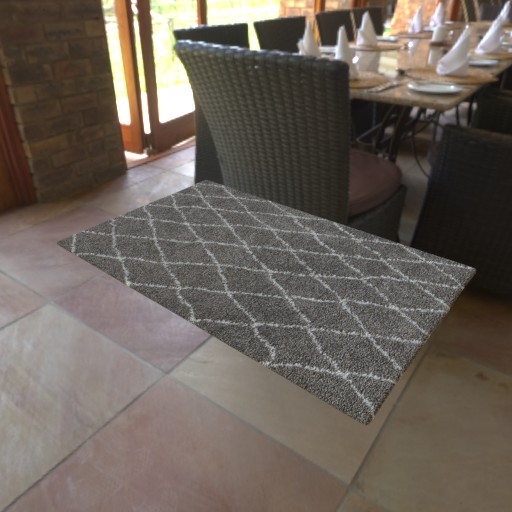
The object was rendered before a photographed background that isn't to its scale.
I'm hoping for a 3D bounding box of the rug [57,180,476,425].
[{"bbox_3d":[0.000,0.000,3.010,2.438,0.030,1.524,23,38,33],"label":"rug"}]
